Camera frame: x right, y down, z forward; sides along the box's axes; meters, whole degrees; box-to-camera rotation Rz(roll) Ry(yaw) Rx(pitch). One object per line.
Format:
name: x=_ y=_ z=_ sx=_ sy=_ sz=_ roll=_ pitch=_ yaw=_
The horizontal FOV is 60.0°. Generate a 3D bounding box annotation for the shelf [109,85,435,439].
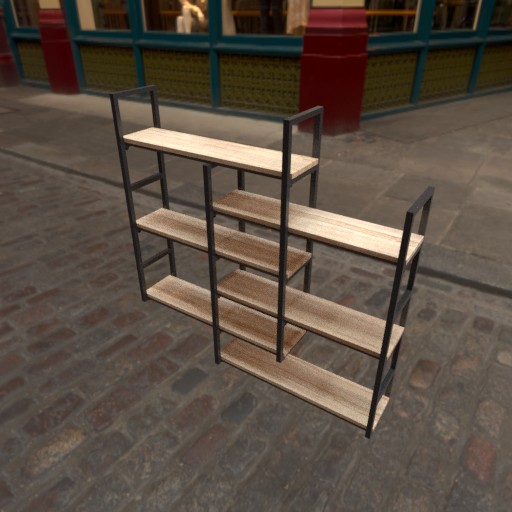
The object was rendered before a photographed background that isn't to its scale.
shelf: x=0.000 y=0.000 z=1.408 sx=0.946 sy=0.921 sz=0.183 roll=18 pitch=35 yaw=28
